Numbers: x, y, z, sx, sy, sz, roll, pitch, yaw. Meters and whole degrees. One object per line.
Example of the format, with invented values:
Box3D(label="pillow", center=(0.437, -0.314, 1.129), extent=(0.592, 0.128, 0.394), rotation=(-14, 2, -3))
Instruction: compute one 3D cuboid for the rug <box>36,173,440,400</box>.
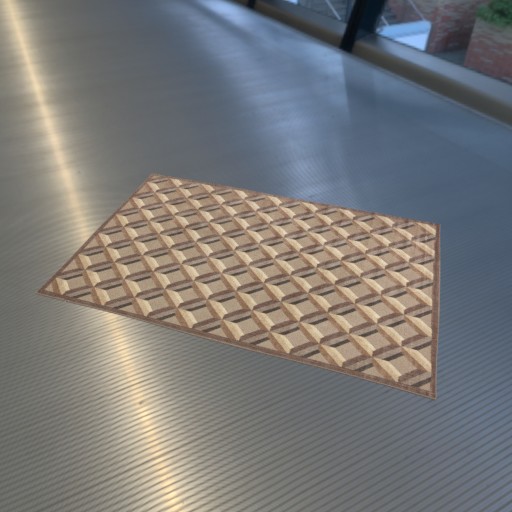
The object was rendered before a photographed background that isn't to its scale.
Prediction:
Box3D(label="rug", center=(0.000, 0.000, 2.118), extent=(1.677, 0.011, 1.066), rotation=(12, 43, 14))
